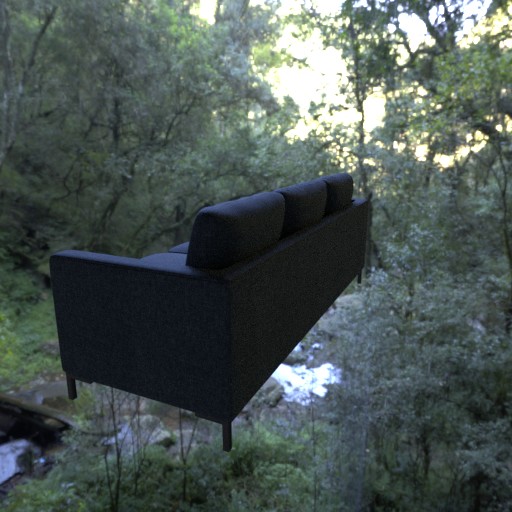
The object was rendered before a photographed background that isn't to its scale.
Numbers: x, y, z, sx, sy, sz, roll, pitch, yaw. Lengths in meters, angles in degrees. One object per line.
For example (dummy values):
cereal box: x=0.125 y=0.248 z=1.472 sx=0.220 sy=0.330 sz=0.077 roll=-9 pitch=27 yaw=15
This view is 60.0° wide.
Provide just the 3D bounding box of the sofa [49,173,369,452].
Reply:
sofa: x=0.000 y=0.000 z=2.631 sx=0.859 sy=0.874 sz=2.218 roll=7 pitch=16 yaw=25
